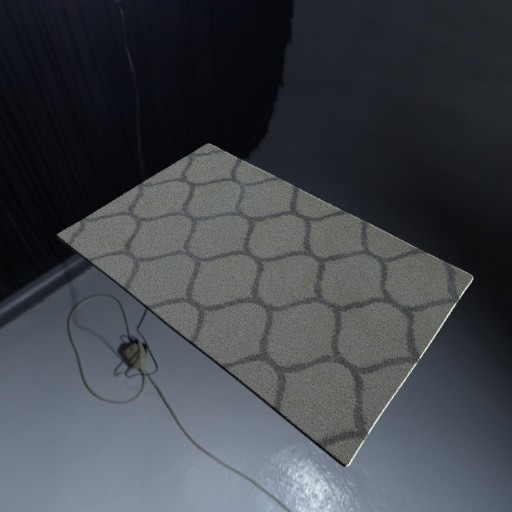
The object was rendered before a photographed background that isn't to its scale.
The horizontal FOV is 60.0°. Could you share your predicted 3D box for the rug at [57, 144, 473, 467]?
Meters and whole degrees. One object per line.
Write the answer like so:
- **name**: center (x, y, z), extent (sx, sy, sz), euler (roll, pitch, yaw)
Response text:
- **rug**: center (0.000, 0.000, 2.928), extent (2.348, 0.024, 1.501), euler (32, 54, 26)
